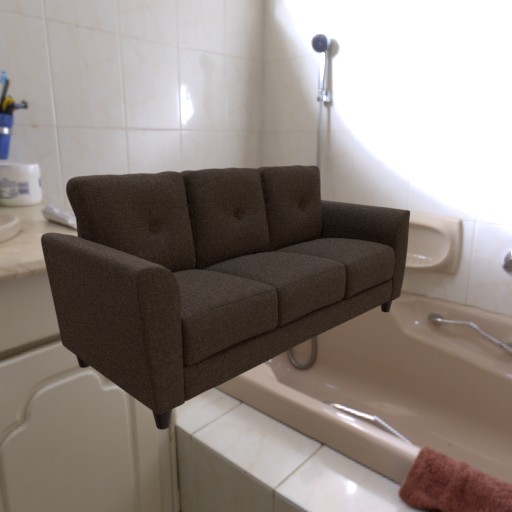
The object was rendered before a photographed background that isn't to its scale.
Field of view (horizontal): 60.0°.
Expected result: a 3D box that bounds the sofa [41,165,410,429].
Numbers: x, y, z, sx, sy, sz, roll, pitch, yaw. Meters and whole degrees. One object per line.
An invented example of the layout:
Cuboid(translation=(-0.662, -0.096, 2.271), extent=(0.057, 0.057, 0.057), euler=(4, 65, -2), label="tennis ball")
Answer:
Cuboid(translation=(0.000, 0.000, 2.325), extent=(0.837, 0.891, 1.847), euler=(13, 19, 43), label="sofa")
